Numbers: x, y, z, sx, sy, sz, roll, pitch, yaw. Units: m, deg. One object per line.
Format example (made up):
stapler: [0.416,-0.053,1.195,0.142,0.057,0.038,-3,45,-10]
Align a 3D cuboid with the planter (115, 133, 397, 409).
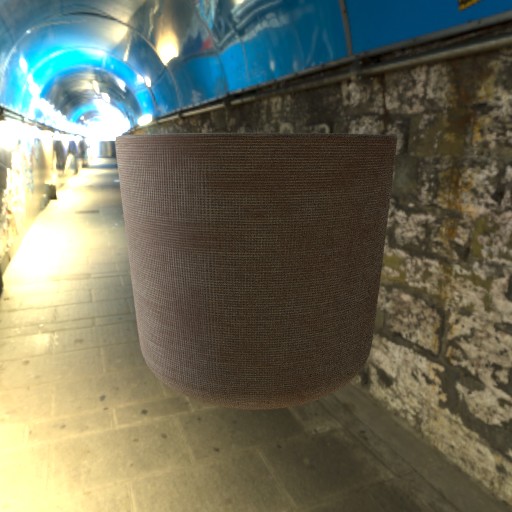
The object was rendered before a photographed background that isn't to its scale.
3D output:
planter: [0.000,0.000,0.769,0.440,0.398,0.440,0,14,0]
